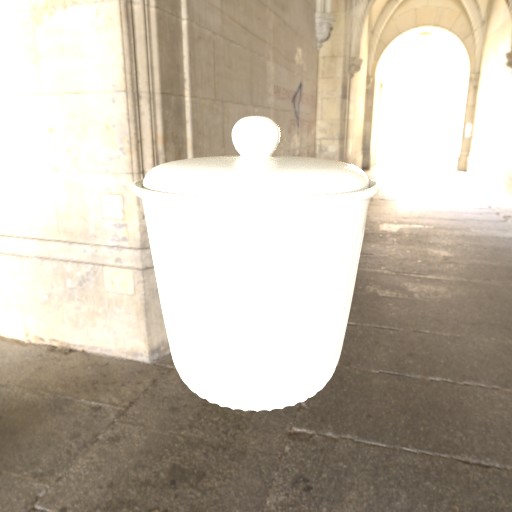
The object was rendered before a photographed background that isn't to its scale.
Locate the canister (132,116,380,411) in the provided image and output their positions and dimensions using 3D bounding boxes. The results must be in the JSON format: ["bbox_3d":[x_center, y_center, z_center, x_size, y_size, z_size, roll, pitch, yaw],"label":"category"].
[{"bbox_3d":[0.000,0.000,0.349,0.181,0.211,0.181,0,16,0],"label":"canister"}]
